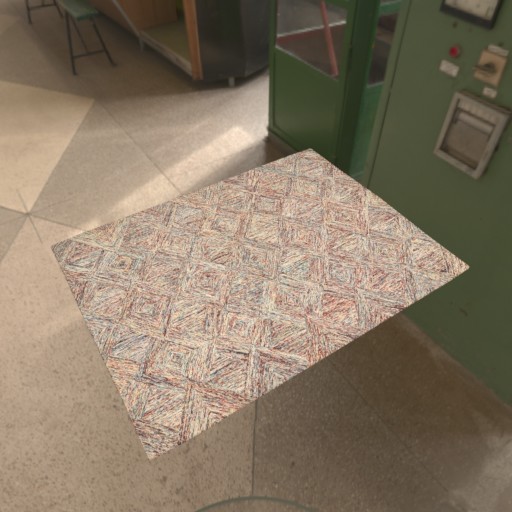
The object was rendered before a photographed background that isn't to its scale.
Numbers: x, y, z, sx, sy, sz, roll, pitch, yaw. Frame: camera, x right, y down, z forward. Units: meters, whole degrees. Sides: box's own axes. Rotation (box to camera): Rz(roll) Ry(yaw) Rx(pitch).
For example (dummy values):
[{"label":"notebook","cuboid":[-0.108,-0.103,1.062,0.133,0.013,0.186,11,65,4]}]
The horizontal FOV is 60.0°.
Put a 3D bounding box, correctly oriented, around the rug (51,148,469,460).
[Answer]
[{"label":"rug","cuboid":[0.000,0.000,4.229,3.226,0.024,2.436,-25,51,-22]}]
